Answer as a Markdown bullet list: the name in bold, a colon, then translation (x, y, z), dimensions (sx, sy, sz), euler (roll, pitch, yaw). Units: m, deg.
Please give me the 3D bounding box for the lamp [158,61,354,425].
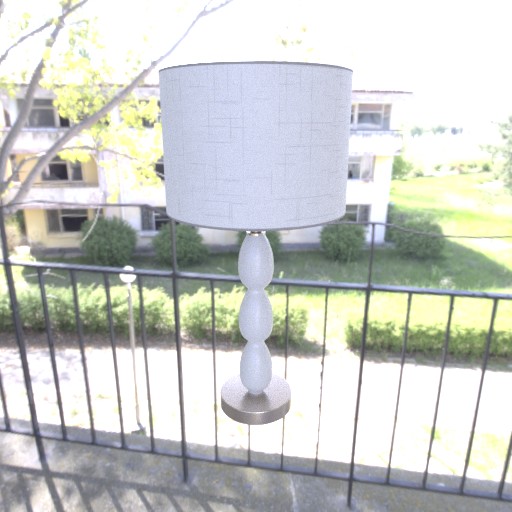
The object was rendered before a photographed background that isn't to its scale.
- **lamp**: translation (0.000, 0.000, 0.729), dimensions (0.280, 0.559, 0.282), euler (3, 17, 9)
